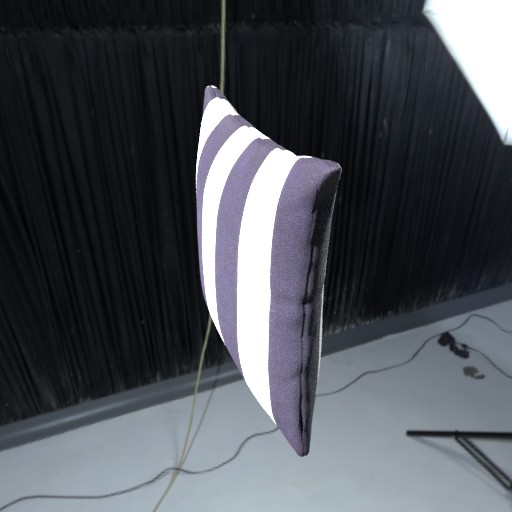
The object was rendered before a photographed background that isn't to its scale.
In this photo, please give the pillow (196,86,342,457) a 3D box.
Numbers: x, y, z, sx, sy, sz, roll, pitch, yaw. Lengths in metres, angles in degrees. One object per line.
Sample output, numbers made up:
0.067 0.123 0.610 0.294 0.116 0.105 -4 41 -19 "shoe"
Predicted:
0.000 0.000 0.828 0.189 0.526 0.536 -11 32 -18 "pillow"
